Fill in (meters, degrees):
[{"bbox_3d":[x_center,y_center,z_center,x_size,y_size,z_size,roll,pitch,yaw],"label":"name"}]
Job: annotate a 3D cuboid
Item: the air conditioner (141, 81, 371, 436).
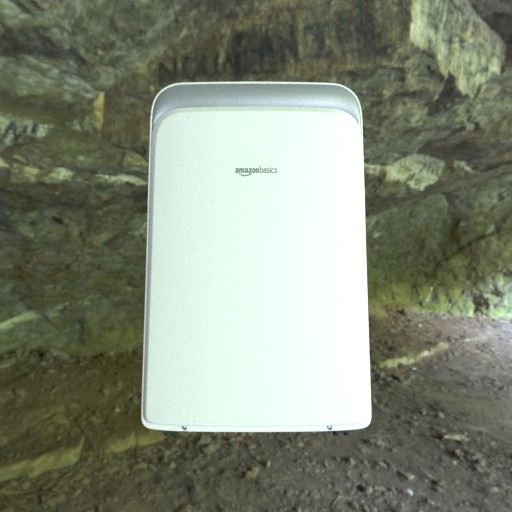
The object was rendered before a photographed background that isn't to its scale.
[{"bbox_3d":[0.000,0.000,0.977,0.454,0.700,0.365,0,0,0],"label":"air conditioner"}]
